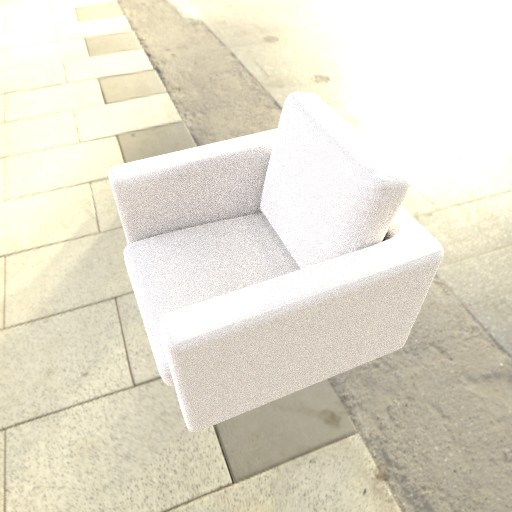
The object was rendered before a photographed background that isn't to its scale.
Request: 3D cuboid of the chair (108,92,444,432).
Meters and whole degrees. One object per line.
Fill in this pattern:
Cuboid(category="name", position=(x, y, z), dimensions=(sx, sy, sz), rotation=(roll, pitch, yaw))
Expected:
Cuboid(category="chair", position=(0.000, 0.000, 1.594), dimensions=(0.879, 0.899, 0.831), rotation=(-17, 48, -16))
